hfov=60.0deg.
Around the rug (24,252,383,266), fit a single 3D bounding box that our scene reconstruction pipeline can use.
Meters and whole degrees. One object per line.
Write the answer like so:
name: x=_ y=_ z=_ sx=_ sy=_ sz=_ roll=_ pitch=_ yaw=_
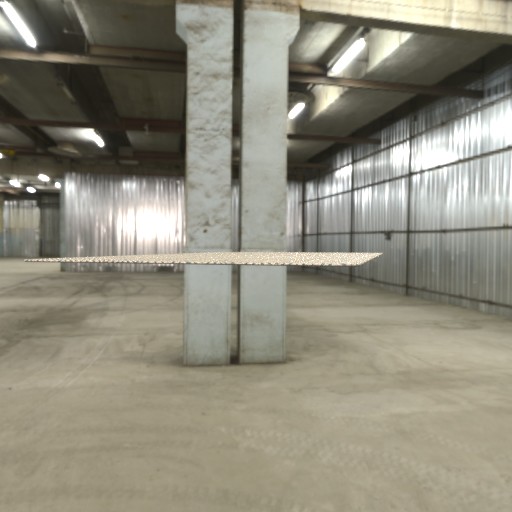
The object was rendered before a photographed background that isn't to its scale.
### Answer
rug: x=0.000 y=0.000 z=2.180 sx=1.144 sy=0.008 sz=1.752 roll=0 pitch=1 yaw=18
